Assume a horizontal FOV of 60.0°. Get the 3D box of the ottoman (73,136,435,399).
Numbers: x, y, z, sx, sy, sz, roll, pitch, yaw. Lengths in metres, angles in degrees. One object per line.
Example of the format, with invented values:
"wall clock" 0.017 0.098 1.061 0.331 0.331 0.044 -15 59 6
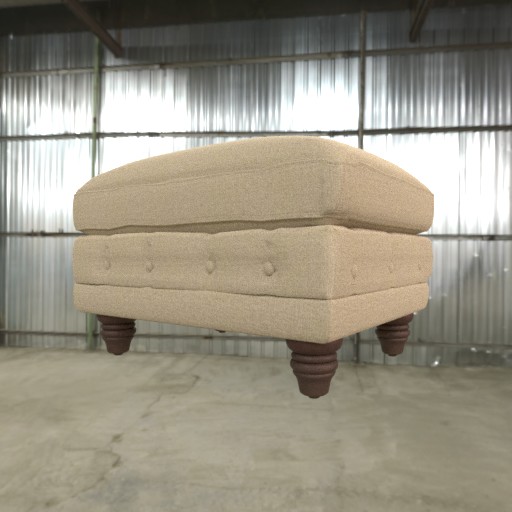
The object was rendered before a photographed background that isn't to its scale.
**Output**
"ottoman" 0.000 0.000 1.034 0.684 0.463 0.541 0 0 36
